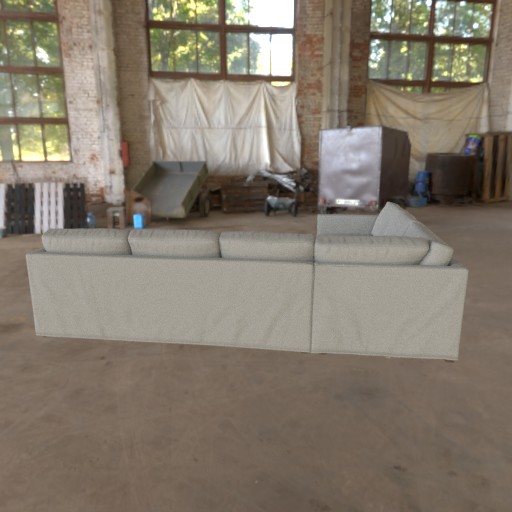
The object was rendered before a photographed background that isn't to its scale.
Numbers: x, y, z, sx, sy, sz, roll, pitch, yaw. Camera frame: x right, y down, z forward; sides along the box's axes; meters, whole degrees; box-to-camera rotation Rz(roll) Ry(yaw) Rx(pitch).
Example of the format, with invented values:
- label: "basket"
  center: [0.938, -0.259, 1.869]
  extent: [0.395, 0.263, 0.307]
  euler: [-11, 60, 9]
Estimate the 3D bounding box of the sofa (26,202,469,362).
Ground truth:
- label: "sofa"
  center: [0.000, 0.000, 4.332]
  extent: [3.182, 0.871, 2.432]
  euler: [2, 14, 8]
